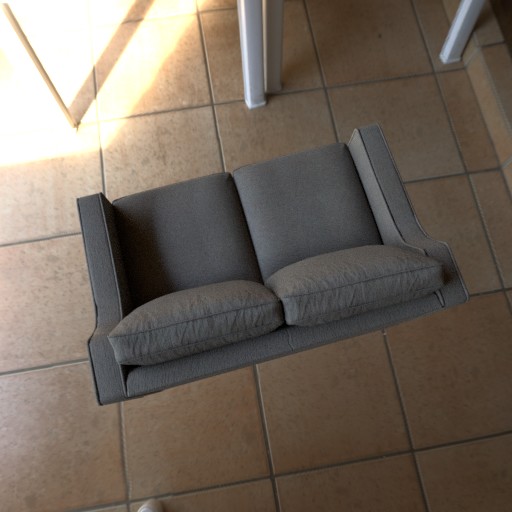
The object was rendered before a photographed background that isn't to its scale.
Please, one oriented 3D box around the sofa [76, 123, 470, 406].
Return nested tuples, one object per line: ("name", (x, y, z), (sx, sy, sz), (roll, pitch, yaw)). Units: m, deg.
("sofa", (0.000, 0.000, 2.149), (1.503, 0.981, 0.985), (-15, 75, -4))
